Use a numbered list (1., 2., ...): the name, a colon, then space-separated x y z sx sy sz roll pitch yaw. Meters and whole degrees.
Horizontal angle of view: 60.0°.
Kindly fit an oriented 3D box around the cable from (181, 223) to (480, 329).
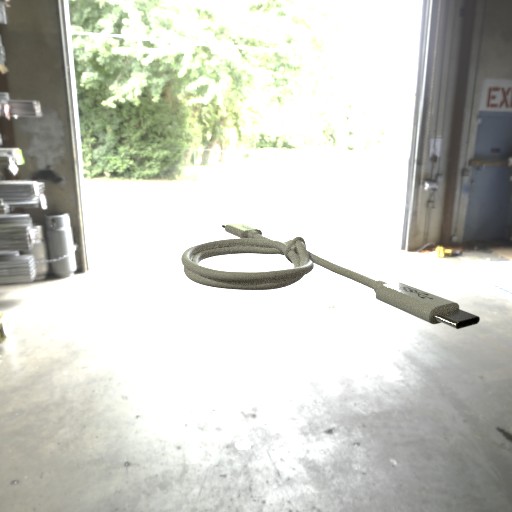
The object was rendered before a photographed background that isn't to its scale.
1. cable: 0.000 0.000 0.206 0.070 0.014 0.186 -7 16 -27
